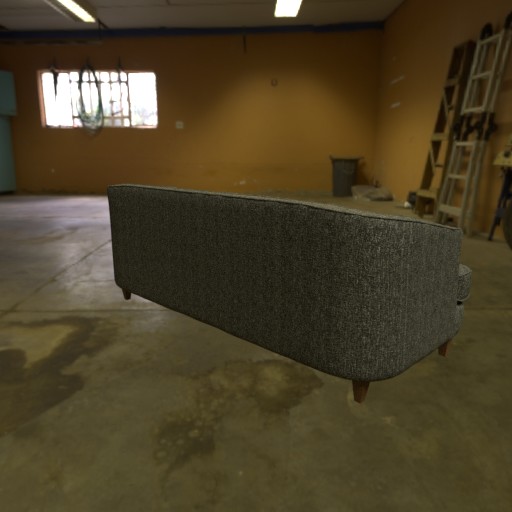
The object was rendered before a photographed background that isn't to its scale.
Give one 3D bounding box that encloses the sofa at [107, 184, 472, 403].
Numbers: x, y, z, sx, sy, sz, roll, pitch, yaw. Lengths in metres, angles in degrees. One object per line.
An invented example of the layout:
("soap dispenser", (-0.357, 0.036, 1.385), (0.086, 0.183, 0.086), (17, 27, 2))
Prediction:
("sofa", (0.000, 0.000, 2.738), (2.278, 0.855, 0.941), (13, 18, 43))
